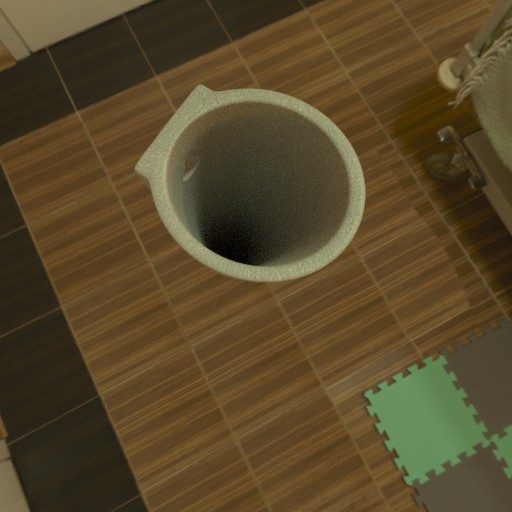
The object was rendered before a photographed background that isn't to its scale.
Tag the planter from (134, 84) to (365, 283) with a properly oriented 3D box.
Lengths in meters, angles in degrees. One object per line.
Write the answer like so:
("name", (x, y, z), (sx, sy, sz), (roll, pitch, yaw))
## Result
("planter", (0.000, 0.000, 0.219), (0.064, 0.191, 0.057), (32, 79, 7))
